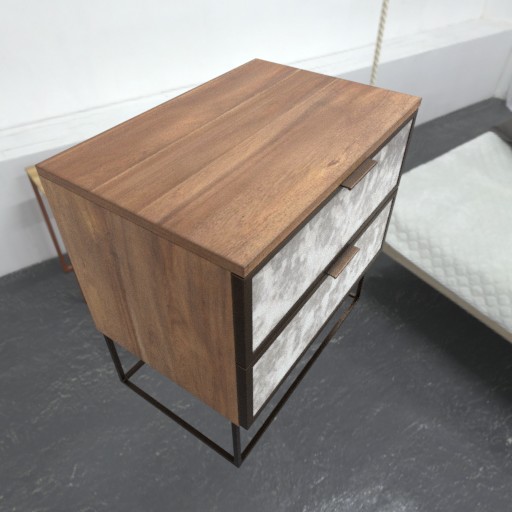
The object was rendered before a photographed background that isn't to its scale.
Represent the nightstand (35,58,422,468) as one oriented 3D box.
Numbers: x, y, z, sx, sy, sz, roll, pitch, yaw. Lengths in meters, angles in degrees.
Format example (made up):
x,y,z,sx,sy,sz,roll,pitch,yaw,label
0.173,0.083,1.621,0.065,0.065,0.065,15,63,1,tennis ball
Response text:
x,y,z,sx,sy,sz,roll,pitch,yaw,label
0.000,0.000,0.993,0.427,0.611,0.605,25,48,25,nightstand
